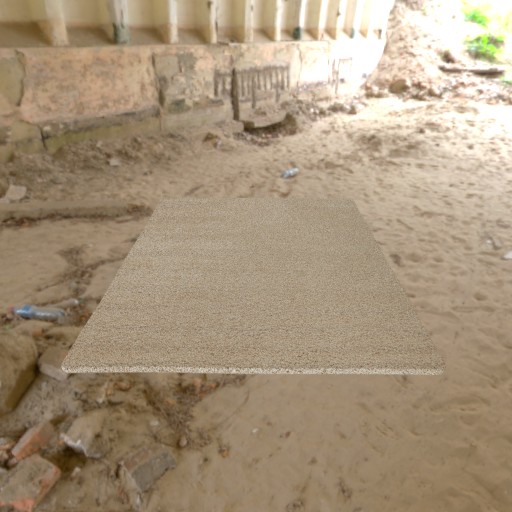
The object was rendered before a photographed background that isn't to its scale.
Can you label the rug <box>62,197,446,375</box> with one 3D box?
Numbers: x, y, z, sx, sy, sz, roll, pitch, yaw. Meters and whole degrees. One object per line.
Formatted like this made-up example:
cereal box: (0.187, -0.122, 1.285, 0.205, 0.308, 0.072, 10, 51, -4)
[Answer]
rug: (0.000, 0.000, 2.081, 1.199, 0.025, 1.600, 0, 27, 0)
